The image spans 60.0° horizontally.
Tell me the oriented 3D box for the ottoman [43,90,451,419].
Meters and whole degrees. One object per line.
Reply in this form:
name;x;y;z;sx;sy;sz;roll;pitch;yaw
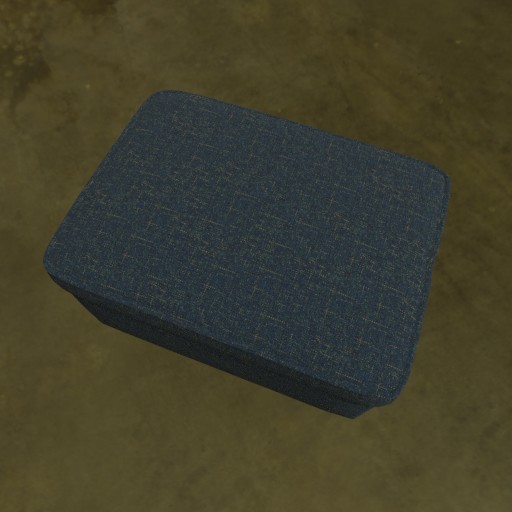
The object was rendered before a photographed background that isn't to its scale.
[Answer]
ottoman;0.000;0.000;1.084;0.749;0.450;0.549;19;65;9
